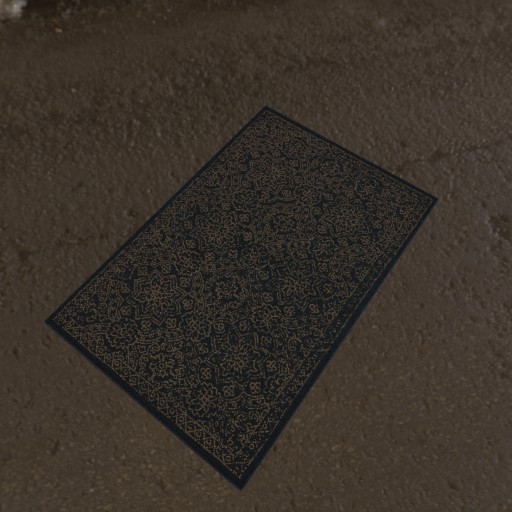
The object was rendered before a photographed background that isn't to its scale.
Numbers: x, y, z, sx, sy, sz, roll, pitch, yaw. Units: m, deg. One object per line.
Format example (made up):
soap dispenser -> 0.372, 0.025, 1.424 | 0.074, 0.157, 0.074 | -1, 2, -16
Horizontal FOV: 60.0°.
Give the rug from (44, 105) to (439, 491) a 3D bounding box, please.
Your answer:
rug -> 0.000, 0.000, 2.332 | 1.219, 0.010, 1.829 | 34, 67, 16
